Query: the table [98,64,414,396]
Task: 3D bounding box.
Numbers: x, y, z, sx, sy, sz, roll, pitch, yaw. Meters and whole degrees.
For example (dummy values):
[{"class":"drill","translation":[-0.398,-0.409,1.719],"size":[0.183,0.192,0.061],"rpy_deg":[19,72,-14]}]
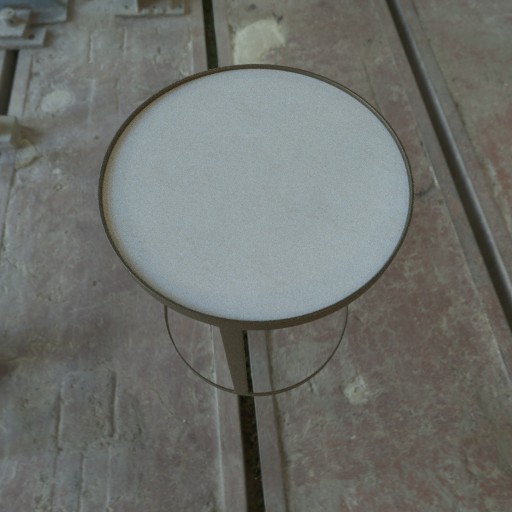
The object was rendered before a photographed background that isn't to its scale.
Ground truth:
[{"class":"table","translation":[0.000,0.000,0.931],"size":[0.480,0.565,0.480],"rpy_deg":[0,63,0]}]
